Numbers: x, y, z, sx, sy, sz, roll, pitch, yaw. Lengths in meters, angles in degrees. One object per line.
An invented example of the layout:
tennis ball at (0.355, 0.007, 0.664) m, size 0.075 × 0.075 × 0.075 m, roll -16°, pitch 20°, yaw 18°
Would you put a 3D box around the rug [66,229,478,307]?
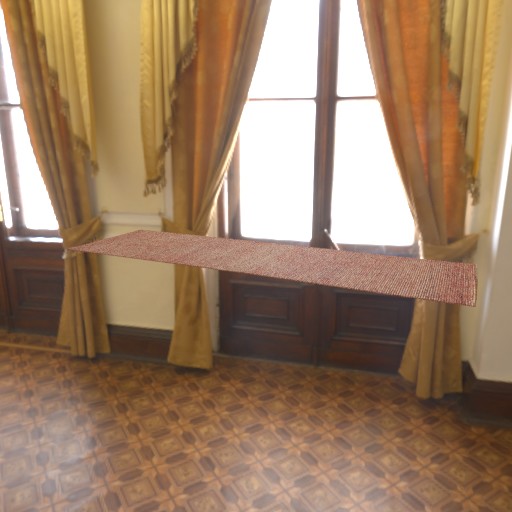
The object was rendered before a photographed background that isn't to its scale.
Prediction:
rug at (0.000, 0.000, 2.616) m, size 2.353 × 0.013 × 0.718 m, roll 7°, pitch 16°, yaw 25°
